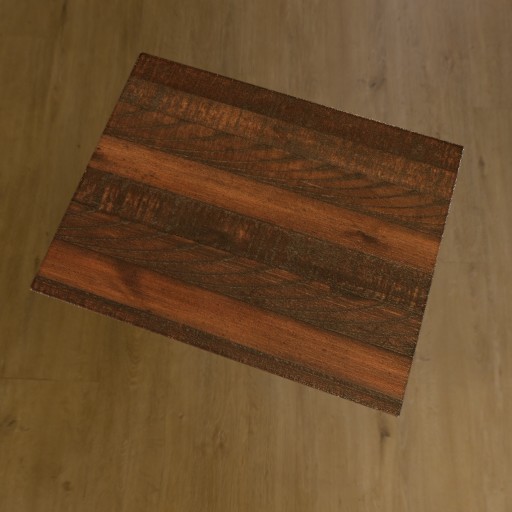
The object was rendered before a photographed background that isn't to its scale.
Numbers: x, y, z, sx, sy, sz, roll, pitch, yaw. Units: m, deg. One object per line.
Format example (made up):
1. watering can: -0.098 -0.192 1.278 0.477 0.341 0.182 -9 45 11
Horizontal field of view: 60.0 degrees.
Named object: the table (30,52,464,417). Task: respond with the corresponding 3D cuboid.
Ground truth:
1. table: 0.000 0.000 1.121 0.678 0.612 0.524 18 76 5
